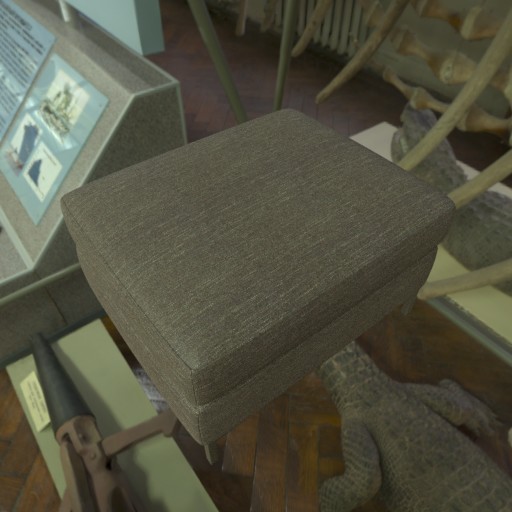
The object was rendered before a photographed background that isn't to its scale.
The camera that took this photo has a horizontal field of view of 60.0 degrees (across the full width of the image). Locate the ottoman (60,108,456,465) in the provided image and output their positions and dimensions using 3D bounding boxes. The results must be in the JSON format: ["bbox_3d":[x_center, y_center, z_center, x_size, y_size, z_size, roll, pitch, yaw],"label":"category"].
[{"bbox_3d":[0.000,0.000,1.252,0.820,0.490,0.671,-29,52,-25],"label":"ottoman"}]
